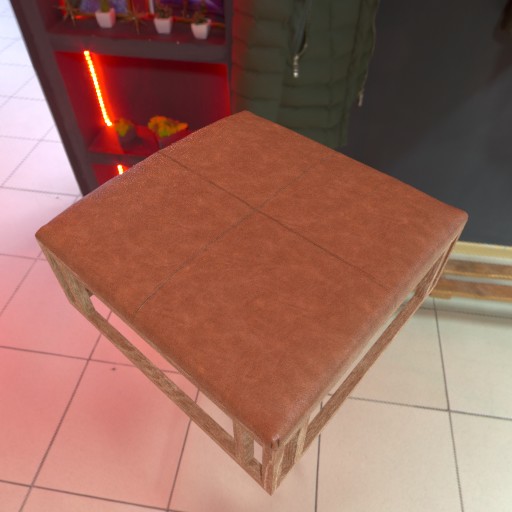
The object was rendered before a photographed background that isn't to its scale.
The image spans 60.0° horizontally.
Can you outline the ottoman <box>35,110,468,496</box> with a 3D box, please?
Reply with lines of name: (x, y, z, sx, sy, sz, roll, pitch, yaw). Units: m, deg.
ottoman: (0.000, 0.000, 1.558, 1.016, 0.442, 1.013, 33, 56, 26)
